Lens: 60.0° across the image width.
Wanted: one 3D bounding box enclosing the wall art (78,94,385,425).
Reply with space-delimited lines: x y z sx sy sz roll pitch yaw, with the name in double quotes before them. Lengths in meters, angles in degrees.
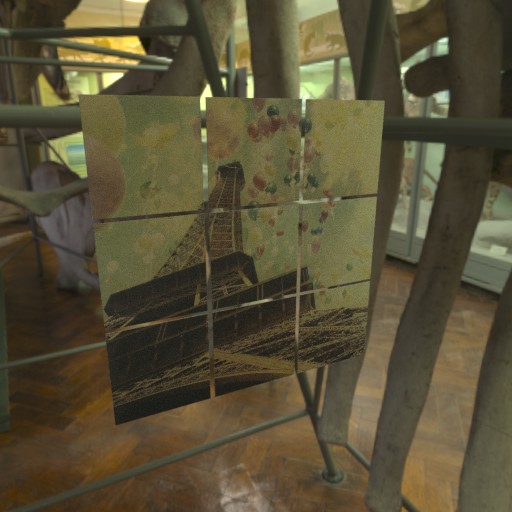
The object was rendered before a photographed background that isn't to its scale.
"wall art" 0.000 0.000 2.240 1.517 1.505 0.002 -8 19 -25
